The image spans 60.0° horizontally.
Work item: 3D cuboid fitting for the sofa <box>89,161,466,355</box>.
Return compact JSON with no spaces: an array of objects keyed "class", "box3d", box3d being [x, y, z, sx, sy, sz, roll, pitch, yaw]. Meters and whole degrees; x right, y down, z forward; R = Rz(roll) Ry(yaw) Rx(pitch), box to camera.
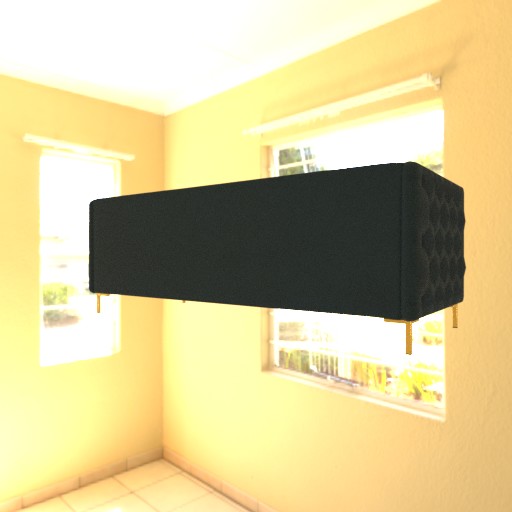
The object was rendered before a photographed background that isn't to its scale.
[{"class":"sofa","box3d":[0.000,0.000,2.688,2.209,0.771,0.895,0,0,36]}]
